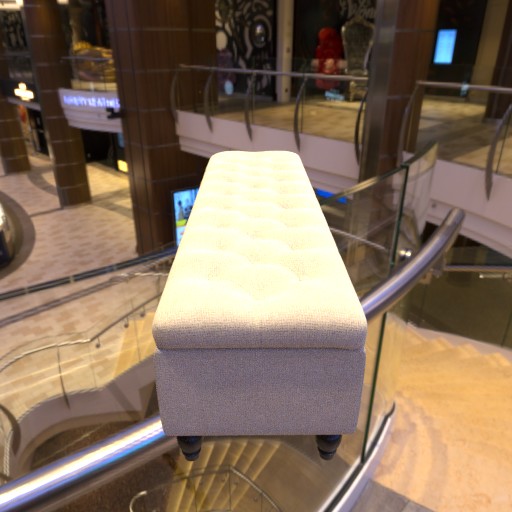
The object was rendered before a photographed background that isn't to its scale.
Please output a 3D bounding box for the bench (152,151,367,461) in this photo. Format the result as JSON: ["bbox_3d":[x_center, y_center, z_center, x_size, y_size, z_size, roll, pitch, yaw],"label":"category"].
[{"bbox_3d":[0.000,0.000,1.636,0.455,0.467,1.480,0,26,0],"label":"bench"}]
